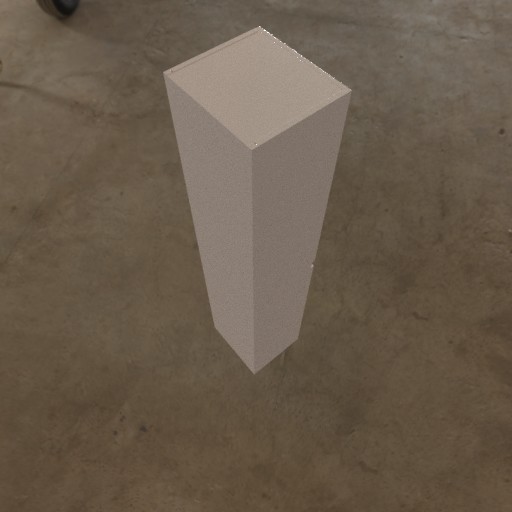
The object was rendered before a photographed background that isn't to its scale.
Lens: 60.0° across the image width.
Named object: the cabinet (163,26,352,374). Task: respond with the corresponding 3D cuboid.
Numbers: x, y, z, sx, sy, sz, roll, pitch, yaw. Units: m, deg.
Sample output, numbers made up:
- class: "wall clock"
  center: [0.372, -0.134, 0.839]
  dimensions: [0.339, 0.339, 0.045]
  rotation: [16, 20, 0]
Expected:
- class: "cabinet"
  center: [0.000, 0.000, 1.530]
  dimensions: [0.269, 1.400, 0.300]
  rotation: [-35, 64, -20]
